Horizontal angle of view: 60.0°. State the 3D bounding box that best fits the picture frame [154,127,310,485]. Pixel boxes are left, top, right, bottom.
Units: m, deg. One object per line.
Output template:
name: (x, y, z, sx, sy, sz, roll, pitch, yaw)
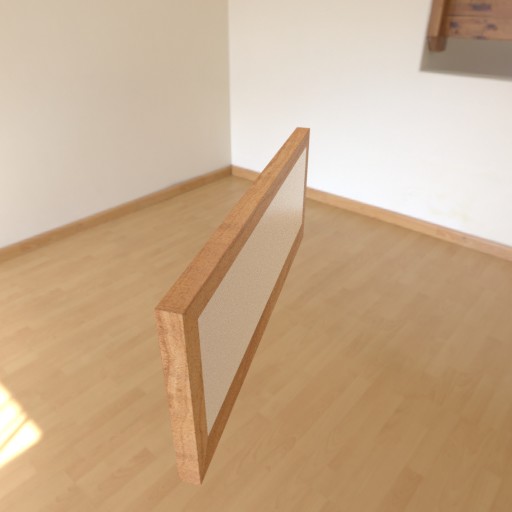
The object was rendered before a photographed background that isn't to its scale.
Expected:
picture frame: (0.000, 0.000, 0.662, 0.045, 0.234, 0.582, 8, 32, 14)
